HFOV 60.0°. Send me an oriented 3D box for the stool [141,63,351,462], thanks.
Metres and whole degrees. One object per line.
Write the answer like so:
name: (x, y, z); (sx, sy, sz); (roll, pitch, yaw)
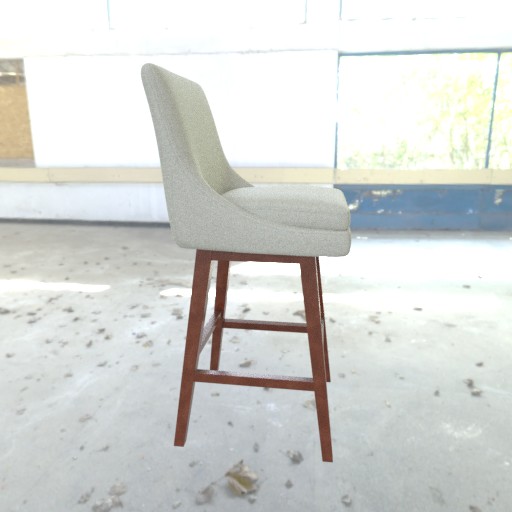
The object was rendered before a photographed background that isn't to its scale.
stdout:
stool: (0.000, 0.000, 1.402); (0.559, 1.092, 0.470); (2, 15, 8)
